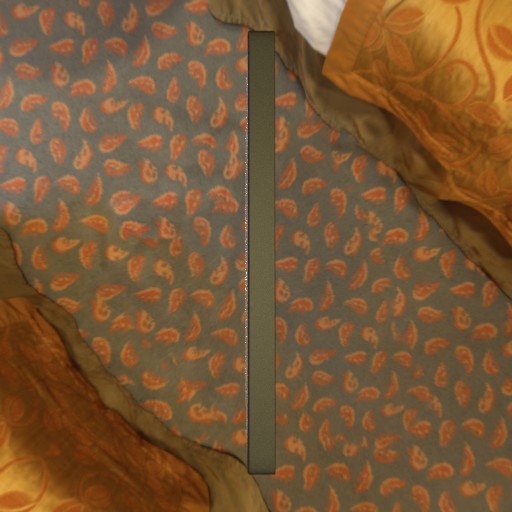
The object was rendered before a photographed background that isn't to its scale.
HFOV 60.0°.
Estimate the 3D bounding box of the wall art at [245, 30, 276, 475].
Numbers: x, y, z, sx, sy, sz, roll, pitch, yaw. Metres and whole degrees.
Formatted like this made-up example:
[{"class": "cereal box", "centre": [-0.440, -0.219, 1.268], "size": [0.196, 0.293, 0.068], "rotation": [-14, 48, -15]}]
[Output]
[{"class": "wall art", "centre": [0.000, 0.000, 0.909], "size": [0.043, 0.611, 0.610], "rotation": [0, 88, -1]}]
